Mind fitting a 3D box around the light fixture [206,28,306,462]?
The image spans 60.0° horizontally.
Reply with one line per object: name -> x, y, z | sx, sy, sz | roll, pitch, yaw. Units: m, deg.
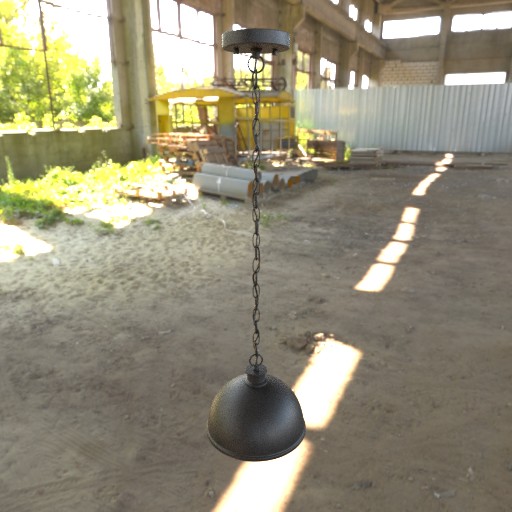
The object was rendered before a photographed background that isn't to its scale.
light fixture -> 0.000, 0.000, 1.204 | 0.304, 1.090, 0.304 | -2, 17, -8
